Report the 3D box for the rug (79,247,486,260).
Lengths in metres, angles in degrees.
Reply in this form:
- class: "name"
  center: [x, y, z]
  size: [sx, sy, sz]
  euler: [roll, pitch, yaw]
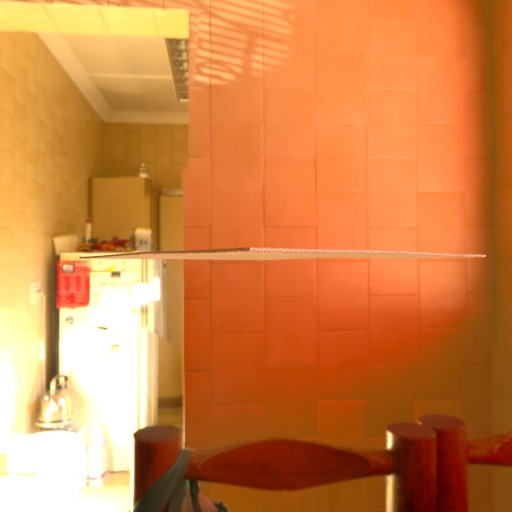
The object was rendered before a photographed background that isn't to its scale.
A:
- class: "rug"
  center: [0.000, 0.000, 4.244]
  size: [2.434, 0.045, 3.202]
  euler: [1, -1, -36]
